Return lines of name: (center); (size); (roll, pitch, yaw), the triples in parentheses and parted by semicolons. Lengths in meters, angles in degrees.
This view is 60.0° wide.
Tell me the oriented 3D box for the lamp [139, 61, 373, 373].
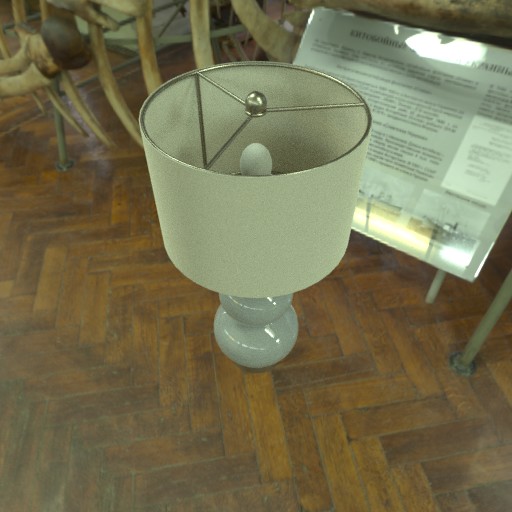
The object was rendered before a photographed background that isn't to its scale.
lamp: (0.000, 0.000, 0.949); (0.367, 0.730, 0.367); (3, 46, 3)
